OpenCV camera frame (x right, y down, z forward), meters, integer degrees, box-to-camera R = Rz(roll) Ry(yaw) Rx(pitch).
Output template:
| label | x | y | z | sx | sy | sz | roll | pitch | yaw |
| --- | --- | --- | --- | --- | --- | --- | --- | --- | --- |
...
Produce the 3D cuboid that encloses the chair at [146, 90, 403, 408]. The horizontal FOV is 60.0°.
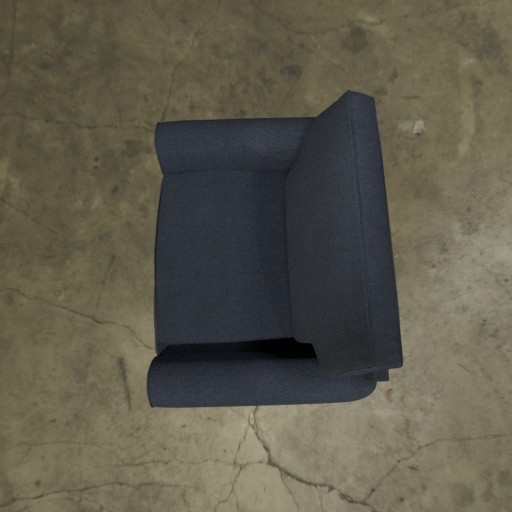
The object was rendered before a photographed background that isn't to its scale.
| label | x | y | z | sx | sy | sz | roll | pitch | yaw |
| --- | --- | --- | --- | --- | --- | --- | --- | --- | --- |
| chair | 0.000 | 0.000 | 2.018 | 0.963 | 1.044 | 1.285 | -2 | 75 | 0 |
